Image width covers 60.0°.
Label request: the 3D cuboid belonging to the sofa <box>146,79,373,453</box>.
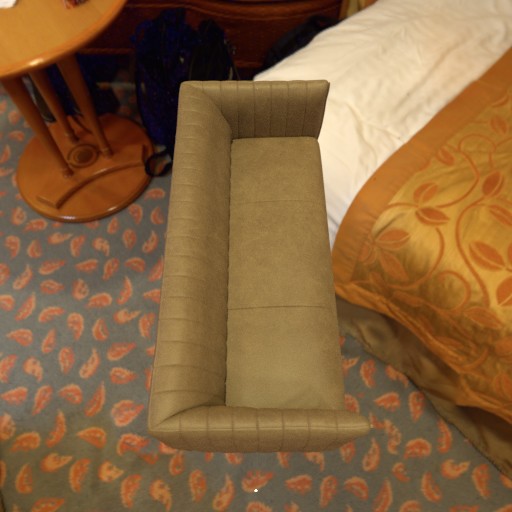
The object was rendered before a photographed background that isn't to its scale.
[{"bbox_3d":[0.000,0.000,2.443,0.876,0.779,1.980,0,62,0],"label":"sofa"}]
